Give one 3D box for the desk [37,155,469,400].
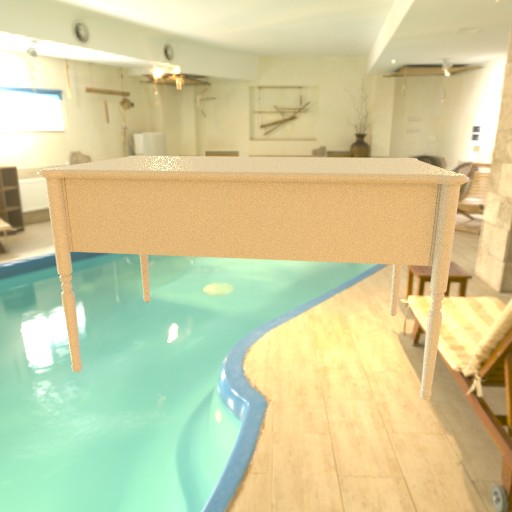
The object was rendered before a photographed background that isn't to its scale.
[{"bbox_3d":[0.000,0.000,1.844,1.380,0.762,0.807,2,16,8],"label":"desk"}]
